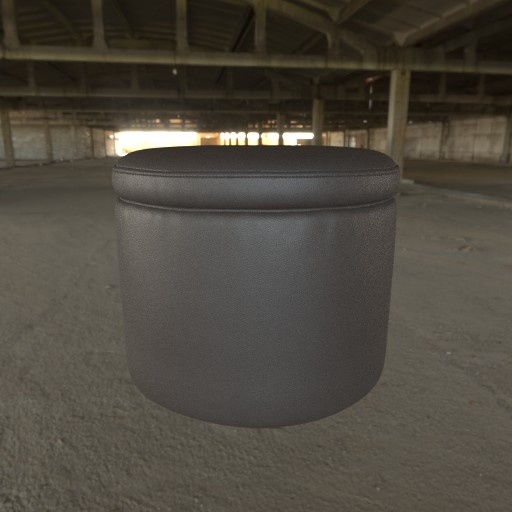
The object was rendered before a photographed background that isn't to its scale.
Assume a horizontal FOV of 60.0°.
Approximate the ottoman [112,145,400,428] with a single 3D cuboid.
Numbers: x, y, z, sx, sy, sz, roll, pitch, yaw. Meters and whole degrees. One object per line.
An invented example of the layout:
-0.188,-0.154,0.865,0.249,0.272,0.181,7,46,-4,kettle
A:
0.000,0.000,0.842,0.500,0.409,0.500,0,14,0,ottoman
